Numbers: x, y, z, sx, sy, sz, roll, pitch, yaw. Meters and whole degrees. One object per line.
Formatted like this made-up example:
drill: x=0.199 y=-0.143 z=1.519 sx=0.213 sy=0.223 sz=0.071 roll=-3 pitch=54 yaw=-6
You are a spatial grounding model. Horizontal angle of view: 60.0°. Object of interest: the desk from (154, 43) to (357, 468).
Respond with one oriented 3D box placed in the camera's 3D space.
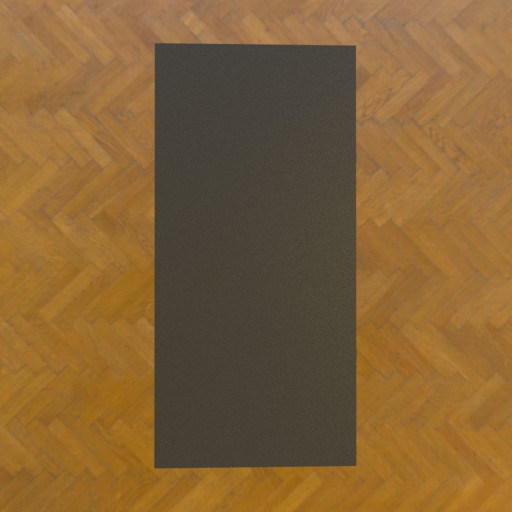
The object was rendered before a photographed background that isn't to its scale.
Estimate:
desk: x=0.000 y=0.000 z=1.497 sx=0.525 sy=0.780 sz=1.057 roll=0 pitch=90 yaw=-1
